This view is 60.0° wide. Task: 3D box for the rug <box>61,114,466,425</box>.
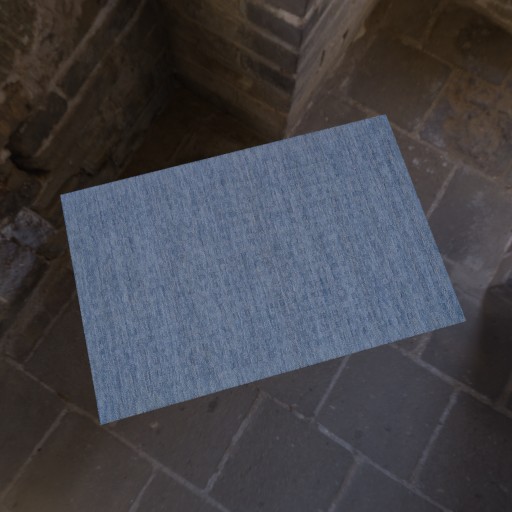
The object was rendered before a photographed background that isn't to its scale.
[{"bbox_3d":[0.000,0.000,2.181,1.752,0.006,1.142,-15,76,-4],"label":"rug"}]
